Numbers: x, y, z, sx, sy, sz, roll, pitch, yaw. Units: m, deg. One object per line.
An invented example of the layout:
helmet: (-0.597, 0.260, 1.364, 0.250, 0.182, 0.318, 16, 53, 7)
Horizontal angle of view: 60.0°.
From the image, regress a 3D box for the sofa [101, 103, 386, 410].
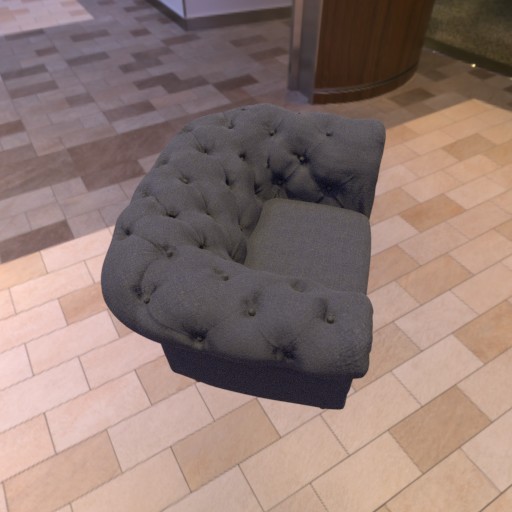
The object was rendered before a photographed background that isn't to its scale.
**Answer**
sofa: (0.000, 0.000, 2.044, 1.032, 0.878, 1.405, 10, 47, 9)
